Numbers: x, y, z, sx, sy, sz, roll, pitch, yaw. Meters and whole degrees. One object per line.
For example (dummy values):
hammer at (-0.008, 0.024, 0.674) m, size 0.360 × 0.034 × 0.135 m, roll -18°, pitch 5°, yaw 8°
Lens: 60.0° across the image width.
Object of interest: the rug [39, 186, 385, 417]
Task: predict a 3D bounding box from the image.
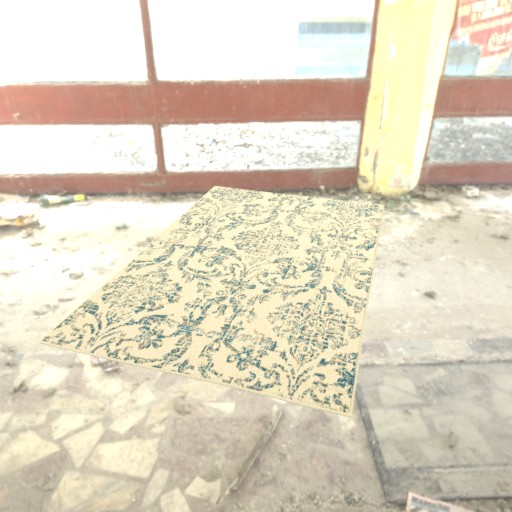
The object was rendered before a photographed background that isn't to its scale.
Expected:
rug at (0.000, 0.000, 2.335) m, size 1.213 × 0.012 × 1.831 m, roll 9°, pitch 30°, yaw 15°
